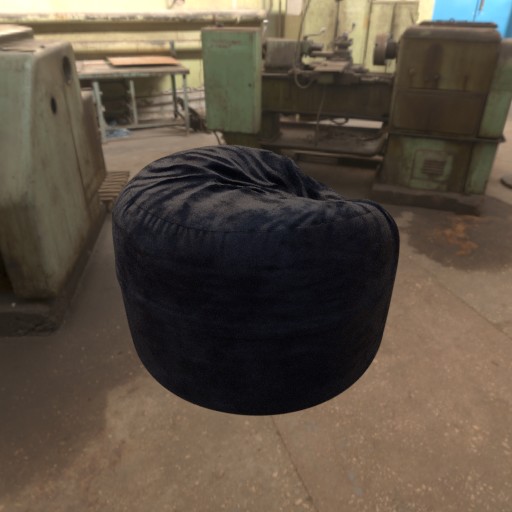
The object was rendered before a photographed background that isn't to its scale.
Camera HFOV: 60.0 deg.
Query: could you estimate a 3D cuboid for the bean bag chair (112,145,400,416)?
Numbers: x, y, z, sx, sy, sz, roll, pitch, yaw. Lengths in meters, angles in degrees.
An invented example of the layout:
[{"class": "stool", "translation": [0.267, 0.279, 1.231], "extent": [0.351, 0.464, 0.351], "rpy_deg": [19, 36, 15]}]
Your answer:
[{"class": "bean bag chair", "translation": [0.000, 0.000, 1.509], "extent": [0.918, 0.616, 0.918], "rpy_deg": [0, 30, 0]}]
